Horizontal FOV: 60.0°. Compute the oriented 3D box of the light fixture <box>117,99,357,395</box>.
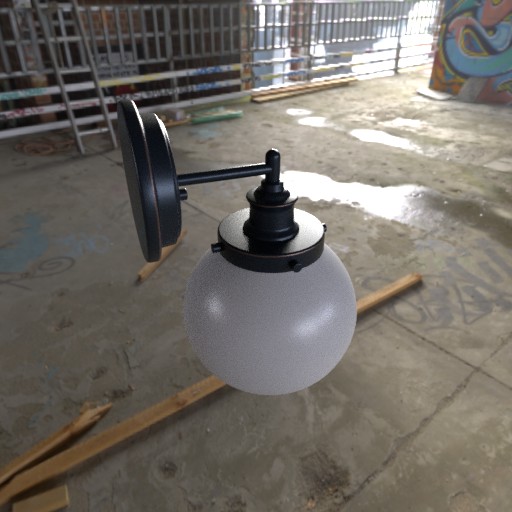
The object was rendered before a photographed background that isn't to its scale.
[{"bbox_3d":[0.000,0.000,0.469,0.230,0.332,0.197,-11,33,-18],"label":"light fixture"}]
